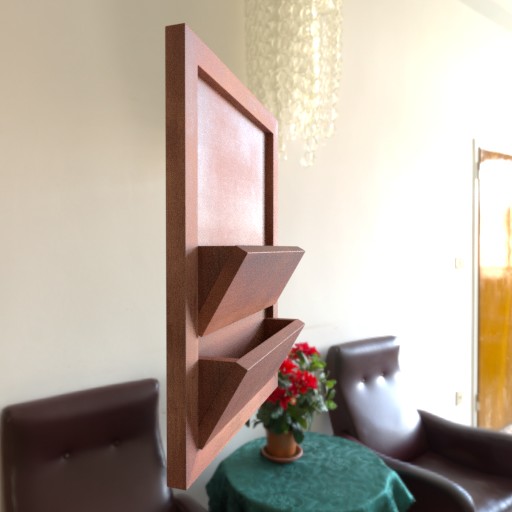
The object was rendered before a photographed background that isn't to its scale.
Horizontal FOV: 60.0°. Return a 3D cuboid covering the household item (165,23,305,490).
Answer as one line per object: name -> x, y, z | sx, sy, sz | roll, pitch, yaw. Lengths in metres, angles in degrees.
household item -> 0.000, 0.000, 0.527 | 0.067, 0.407, 0.310 | 0, 1, 18
